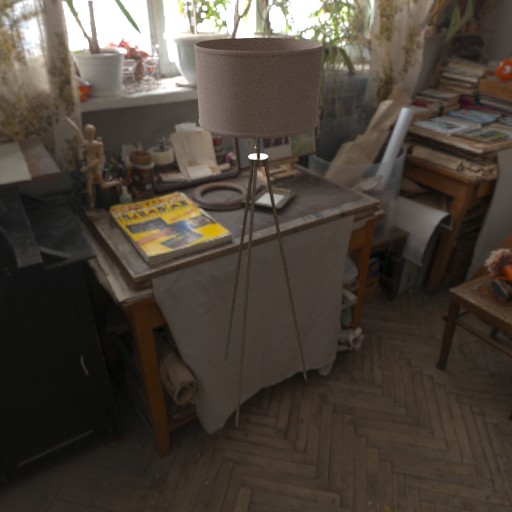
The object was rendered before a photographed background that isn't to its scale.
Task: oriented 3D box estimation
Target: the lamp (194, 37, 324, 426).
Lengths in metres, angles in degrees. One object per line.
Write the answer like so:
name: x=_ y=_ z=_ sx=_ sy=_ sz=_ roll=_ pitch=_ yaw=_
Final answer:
lamp: x=0.000 y=0.000 z=1.785 sx=0.449 sy=1.545 sz=0.460 roll=10 pitch=32 yaw=15
